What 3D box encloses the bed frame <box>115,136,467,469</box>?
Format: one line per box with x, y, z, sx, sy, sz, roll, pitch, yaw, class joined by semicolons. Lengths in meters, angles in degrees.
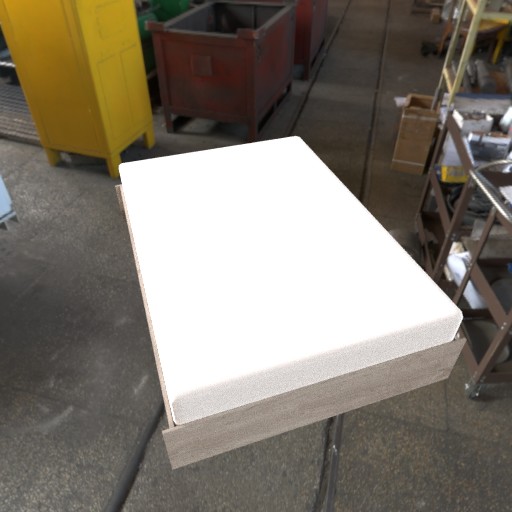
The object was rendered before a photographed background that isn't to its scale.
0.000;0.000;2.665;1.445;0.497;1.945;-13;42;-14;bed frame
